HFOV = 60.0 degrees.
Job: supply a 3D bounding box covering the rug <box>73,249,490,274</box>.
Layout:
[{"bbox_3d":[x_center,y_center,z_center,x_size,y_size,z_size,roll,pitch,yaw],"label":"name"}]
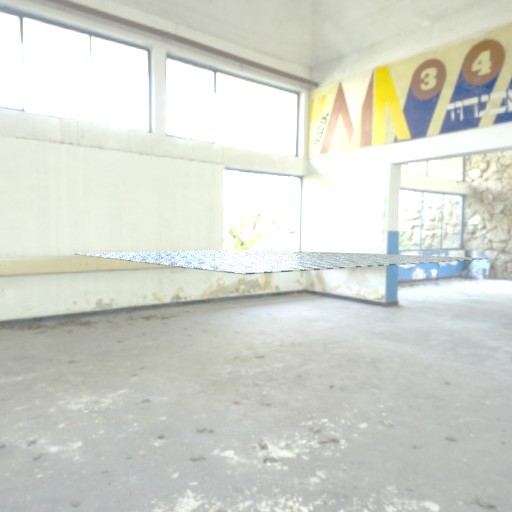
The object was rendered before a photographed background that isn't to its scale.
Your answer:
[{"bbox_3d":[0.000,0.000,4.077,2.453,0.008,3.059,-2,3,-37],"label":"rug"}]
